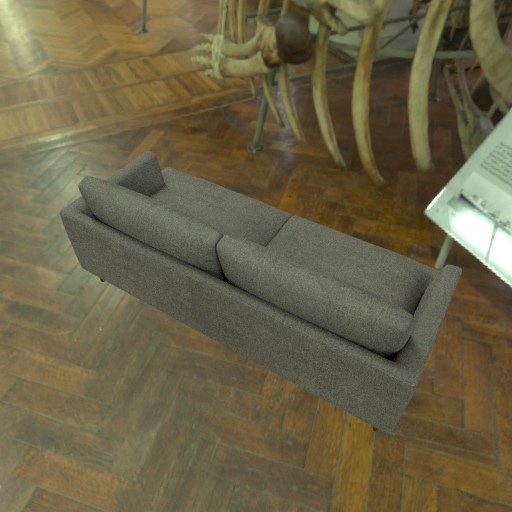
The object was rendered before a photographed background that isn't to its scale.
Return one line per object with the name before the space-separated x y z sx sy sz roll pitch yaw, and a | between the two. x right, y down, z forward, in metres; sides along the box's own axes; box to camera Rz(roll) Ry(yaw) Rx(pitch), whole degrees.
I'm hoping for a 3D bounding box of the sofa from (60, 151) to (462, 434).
sofa | 0.000 0.000 2.759 2.250 0.868 1.020 24 50 22
